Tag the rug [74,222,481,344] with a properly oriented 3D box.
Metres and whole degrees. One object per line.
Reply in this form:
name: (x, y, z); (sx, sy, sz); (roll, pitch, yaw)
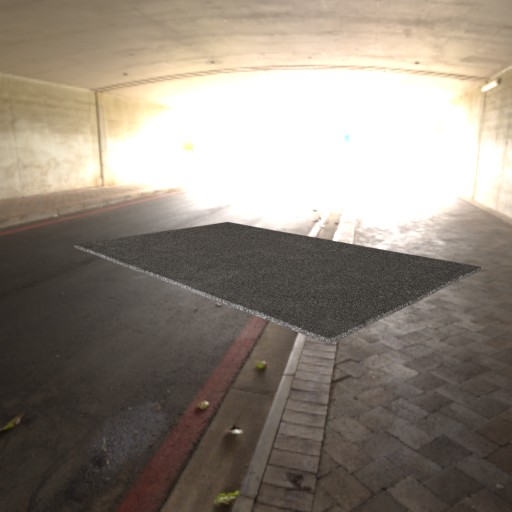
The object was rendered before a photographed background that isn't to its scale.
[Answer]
rug: (0.000, 0.000, 2.971); (1.502, 0.025, 2.350); (-13, 19, -42)
